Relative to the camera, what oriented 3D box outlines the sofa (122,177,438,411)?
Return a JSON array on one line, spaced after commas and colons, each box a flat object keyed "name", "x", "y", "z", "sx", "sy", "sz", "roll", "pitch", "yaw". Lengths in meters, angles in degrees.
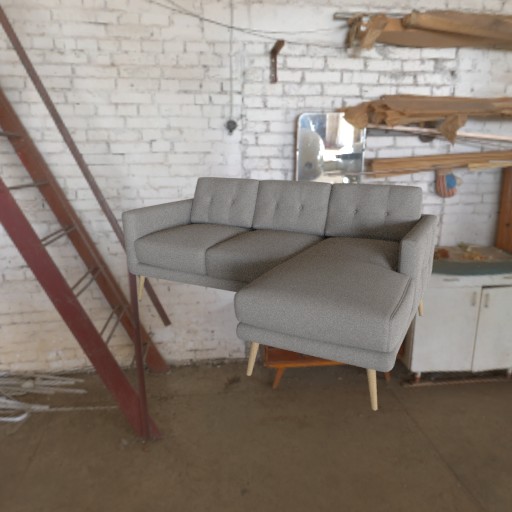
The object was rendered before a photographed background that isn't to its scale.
[{"name": "sofa", "x": 0.000, "y": 0.000, "z": 2.847, "sx": 2.040, "sy": 0.860, "sz": 1.530, "roll": 7, "pitch": 16, "yaw": 27}]
